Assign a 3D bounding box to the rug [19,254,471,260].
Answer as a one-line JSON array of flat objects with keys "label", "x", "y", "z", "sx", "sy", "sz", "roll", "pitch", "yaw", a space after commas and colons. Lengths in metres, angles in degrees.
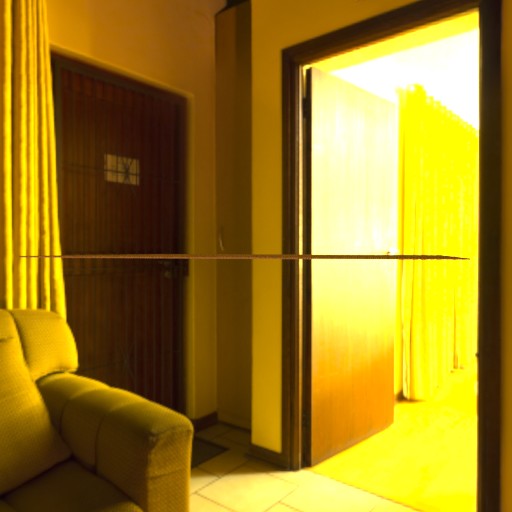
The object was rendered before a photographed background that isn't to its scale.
[{"label": "rug", "x": 0.000, "y": 0.000, "z": 2.156, "sx": 1.752, "sy": 0.006, "sz": 1.142, "roll": 0, "pitch": 1, "yaw": 19}]
